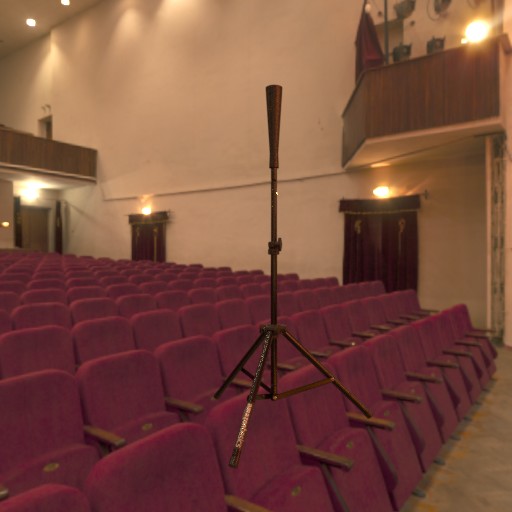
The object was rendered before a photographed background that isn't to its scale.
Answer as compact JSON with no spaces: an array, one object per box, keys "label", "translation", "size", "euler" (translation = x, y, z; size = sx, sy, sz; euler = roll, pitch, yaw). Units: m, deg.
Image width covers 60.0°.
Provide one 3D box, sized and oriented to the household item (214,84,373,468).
[{"label":"household item","translation":[0.000,0.000,1.397],"size":[0.559,1.067,0.559],"euler":[0,0,36]}]
